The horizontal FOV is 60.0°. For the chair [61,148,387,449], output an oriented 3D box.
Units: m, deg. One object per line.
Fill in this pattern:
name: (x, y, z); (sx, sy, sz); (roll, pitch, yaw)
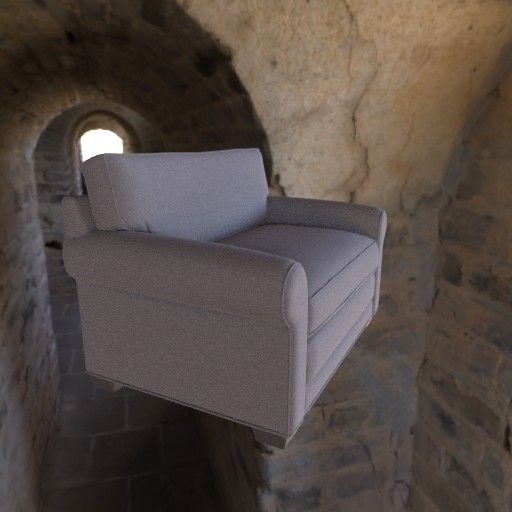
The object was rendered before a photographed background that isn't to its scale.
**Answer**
chair: (0.000, 0.000, 2.006); (0.930, 0.930, 1.390); (7, 16, 26)
